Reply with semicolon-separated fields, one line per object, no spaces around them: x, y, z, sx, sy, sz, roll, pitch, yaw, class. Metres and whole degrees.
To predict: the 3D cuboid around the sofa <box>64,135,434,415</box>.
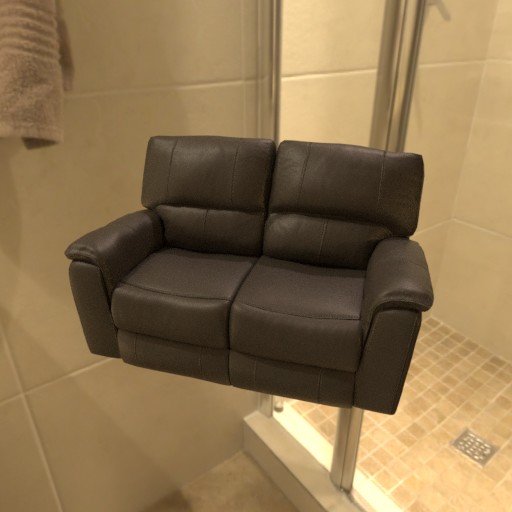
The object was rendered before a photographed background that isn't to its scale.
0.000;0.000;2.452;1.765;1.111;1.104;7;28;14;sofa
